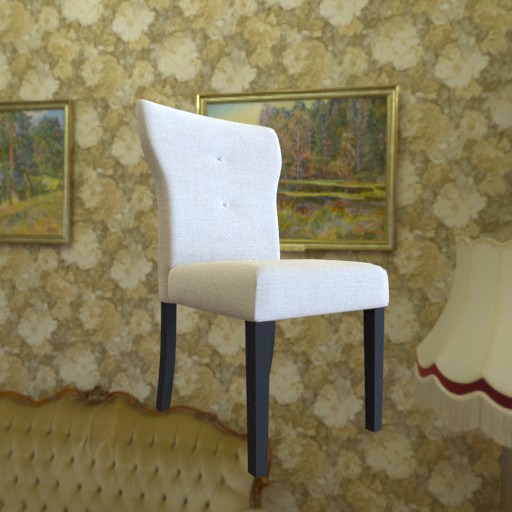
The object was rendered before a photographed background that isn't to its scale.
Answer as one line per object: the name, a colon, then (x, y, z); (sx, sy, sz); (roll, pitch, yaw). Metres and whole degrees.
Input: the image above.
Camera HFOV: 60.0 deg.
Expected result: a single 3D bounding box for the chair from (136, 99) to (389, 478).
chair: (0.000, 0.000, 1.259); (0.509, 0.921, 0.597); (0, 1, -37)
